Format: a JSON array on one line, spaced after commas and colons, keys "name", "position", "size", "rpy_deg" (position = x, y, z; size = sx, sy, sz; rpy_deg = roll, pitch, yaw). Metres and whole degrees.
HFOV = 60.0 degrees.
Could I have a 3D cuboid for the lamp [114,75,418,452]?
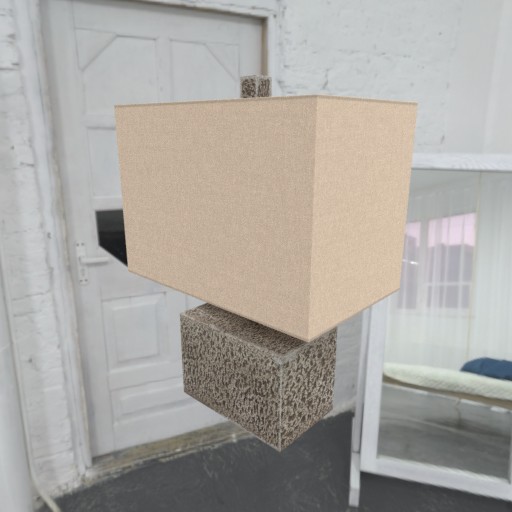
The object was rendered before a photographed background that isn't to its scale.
[{"name": "lamp", "position": [0.000, 0.000, 0.545], "size": [0.294, 0.411, 0.180], "rpy_deg": [15, 22, 41]}]
